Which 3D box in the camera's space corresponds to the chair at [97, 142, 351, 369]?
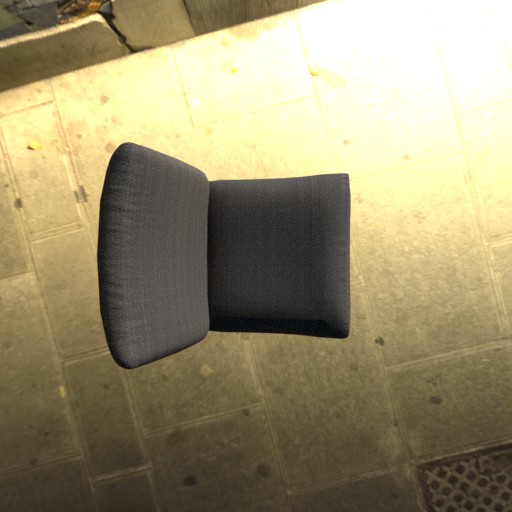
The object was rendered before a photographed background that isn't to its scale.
[{"bbox_3d":[0.000,0.000,1.287,0.585,0.940,0.496,0,90,1],"label":"chair"}]
